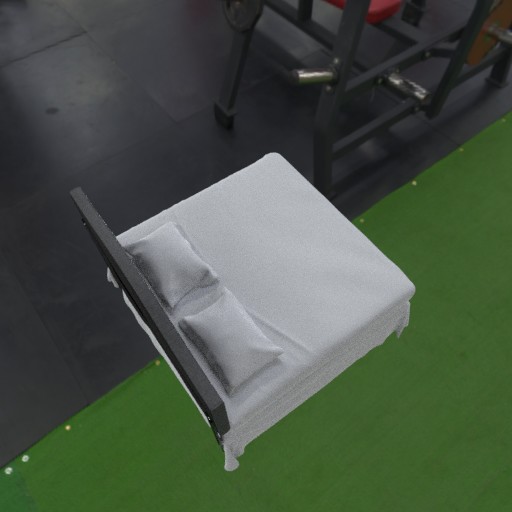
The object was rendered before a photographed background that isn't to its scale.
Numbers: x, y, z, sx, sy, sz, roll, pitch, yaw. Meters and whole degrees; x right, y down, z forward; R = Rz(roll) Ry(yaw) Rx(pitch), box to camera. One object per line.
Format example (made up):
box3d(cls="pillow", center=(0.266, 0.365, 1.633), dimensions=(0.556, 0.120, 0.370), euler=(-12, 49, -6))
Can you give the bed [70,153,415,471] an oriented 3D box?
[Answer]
box3d(cls="bed", center=(0.000, 0.000, 3.752), dimensions=(2.219, 1.651, 2.314), euler=(-31, 63, -18))
